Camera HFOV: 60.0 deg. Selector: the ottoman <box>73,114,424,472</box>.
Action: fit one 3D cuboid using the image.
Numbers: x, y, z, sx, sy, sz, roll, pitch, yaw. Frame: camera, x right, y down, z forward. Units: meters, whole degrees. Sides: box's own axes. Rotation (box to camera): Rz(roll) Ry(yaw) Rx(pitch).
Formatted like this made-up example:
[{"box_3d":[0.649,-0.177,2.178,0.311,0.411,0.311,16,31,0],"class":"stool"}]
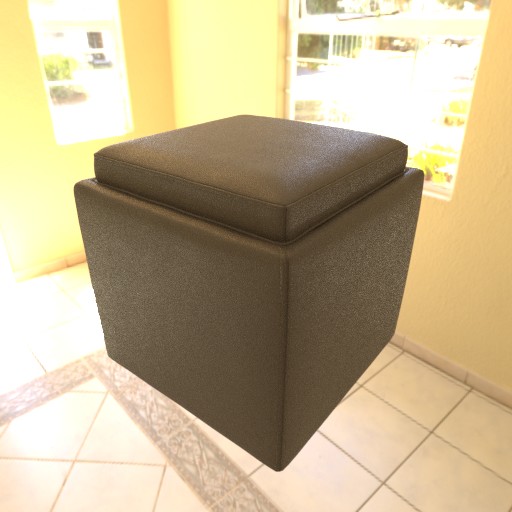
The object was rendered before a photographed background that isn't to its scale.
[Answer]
[{"box_3d":[0.000,0.000,0.836,0.451,0.460,0.450,20,34,33],"class":"ottoman"}]
